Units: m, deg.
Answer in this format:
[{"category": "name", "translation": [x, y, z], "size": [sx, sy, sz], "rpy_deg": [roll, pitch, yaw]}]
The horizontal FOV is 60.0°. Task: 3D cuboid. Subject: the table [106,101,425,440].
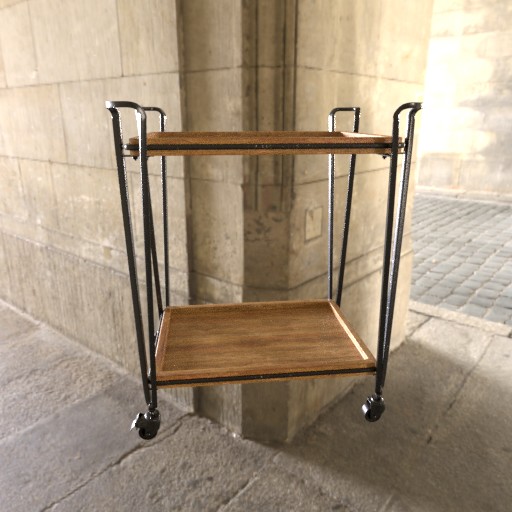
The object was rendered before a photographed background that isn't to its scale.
[{"category": "table", "translation": [0.000, 0.000, 1.216], "size": [0.672, 0.785, 0.505], "rpy_deg": [-2, 18, -6]}]
